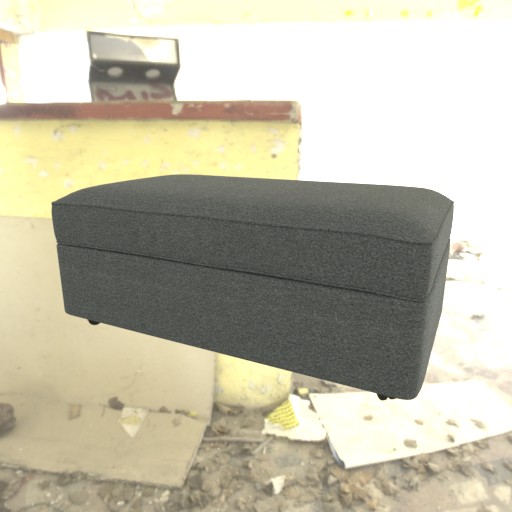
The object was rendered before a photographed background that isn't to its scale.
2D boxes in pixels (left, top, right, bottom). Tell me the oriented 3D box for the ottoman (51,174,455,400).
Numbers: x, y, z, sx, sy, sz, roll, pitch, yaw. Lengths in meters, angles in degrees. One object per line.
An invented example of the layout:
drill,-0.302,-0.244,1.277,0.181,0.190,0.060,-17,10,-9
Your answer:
ottoman,0.000,0.000,1.505,1.173,0.494,0.681,8,18,26
